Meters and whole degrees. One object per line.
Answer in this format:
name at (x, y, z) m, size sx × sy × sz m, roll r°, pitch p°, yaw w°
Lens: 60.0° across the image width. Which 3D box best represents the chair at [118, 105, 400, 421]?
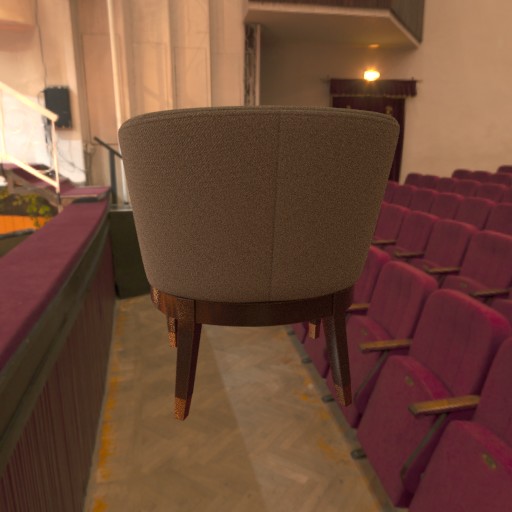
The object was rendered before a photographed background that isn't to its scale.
chair at (0.000, 0.000, 1.254) m, size 0.700 × 0.760 × 0.660 m, roll -2°, pitch 14°, yaw -8°
